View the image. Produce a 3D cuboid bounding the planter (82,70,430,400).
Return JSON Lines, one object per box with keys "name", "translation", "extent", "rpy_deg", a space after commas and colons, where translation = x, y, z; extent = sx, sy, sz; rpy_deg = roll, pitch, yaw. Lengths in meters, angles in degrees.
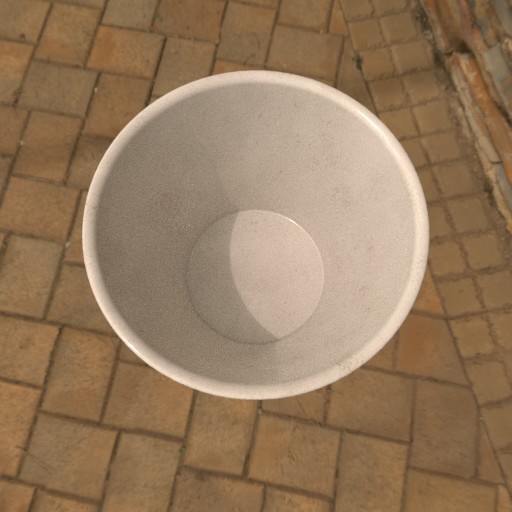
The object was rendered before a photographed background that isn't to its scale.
{"name": "planter", "translation": [0.000, 0.000, 0.438], "extent": [0.260, 0.220, 0.260], "rpy_deg": [0, 75, 0]}
